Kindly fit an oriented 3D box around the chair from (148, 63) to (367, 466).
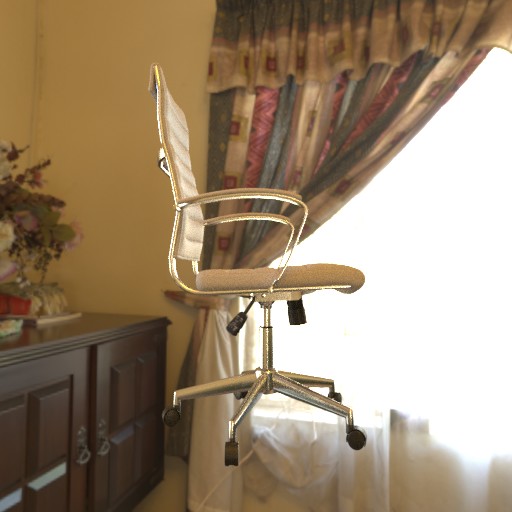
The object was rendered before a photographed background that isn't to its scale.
[{"bbox_3d":[0.000,0.000,1.521,0.667,1.149,0.679,0,-2,1],"label":"chair"}]
